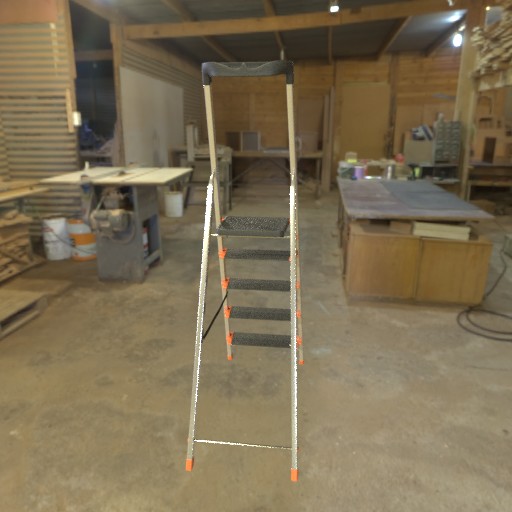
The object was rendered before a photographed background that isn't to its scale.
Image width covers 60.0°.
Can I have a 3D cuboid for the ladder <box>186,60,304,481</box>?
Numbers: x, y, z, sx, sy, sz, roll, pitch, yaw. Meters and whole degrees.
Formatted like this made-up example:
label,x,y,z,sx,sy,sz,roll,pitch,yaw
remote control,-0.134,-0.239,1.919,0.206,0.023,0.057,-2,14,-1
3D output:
label,x,y,z,sx,sy,sz,roll,pitch,yaw
ladder,0.000,0.000,2.113,0.480,1.646,0.995,2,16,7
